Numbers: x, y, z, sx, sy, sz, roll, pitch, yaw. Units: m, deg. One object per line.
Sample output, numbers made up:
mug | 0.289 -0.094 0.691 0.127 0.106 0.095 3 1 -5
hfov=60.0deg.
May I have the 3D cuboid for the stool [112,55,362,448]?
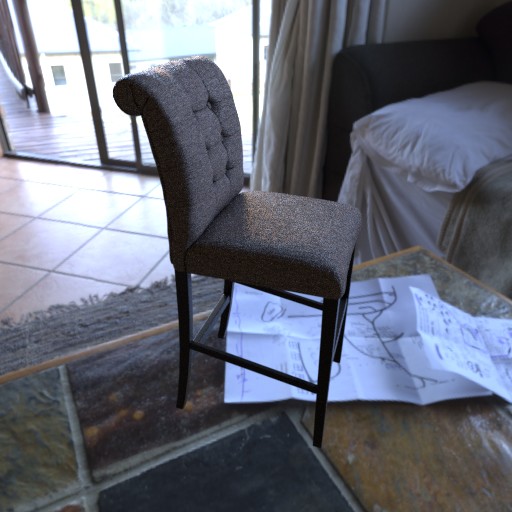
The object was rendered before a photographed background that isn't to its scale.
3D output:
stool | 0.000 0.000 1.428 0.613 1.131 0.452 9 32 15
